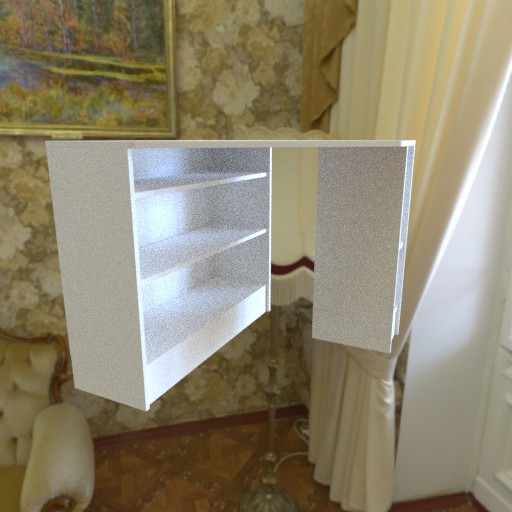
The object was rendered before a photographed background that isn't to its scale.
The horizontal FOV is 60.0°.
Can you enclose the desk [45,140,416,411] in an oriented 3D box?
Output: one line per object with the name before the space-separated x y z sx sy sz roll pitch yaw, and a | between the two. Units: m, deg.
desk | 0.000 0.000 1.624 0.926 0.818 0.940 7 16 25
